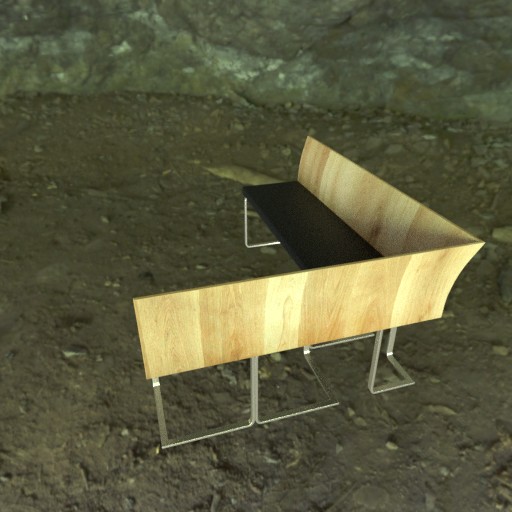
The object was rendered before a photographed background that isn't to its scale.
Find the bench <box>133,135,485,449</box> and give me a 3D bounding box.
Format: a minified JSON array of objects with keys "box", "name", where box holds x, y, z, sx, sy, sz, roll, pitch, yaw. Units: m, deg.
[{"box":[0.000,0.000,2.779,1.495,0.930,1.945,-9,30,-15],"name":"bench"}]
